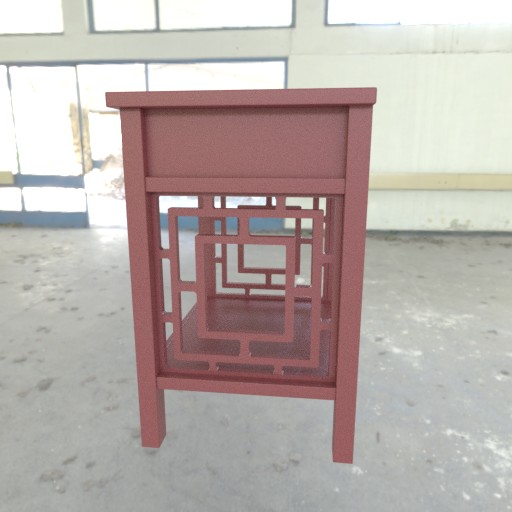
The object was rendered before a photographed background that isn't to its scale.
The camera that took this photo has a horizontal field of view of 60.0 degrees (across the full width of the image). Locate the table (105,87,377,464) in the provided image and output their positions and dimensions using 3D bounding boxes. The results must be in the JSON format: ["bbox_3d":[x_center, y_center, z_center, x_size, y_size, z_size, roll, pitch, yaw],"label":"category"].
[{"bbox_3d":[0.000,0.000,1.078,0.451,0.686,0.599,2,13,7],"label":"table"}]
